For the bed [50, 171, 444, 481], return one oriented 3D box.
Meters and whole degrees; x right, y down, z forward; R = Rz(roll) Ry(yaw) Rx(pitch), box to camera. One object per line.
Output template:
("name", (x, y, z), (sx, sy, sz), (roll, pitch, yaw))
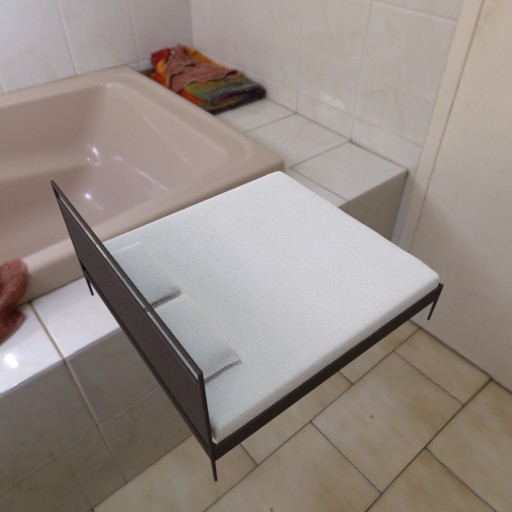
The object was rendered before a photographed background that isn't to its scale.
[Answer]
("bed", (0.000, 0.000, 3.419), (2.151, 1.173, 1.993), (-27, 48, -27))
